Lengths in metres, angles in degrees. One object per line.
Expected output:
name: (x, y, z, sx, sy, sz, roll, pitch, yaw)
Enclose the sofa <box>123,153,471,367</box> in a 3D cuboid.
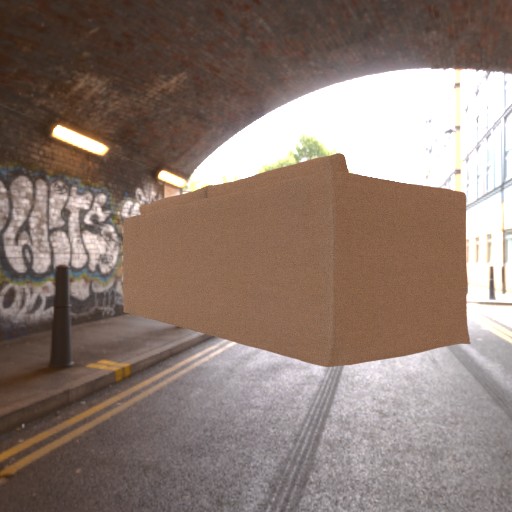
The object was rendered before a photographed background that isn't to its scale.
sofa: (0.000, 0.000, 2.779, 0.956, 0.847, 2.296, 1, -1, -35)
